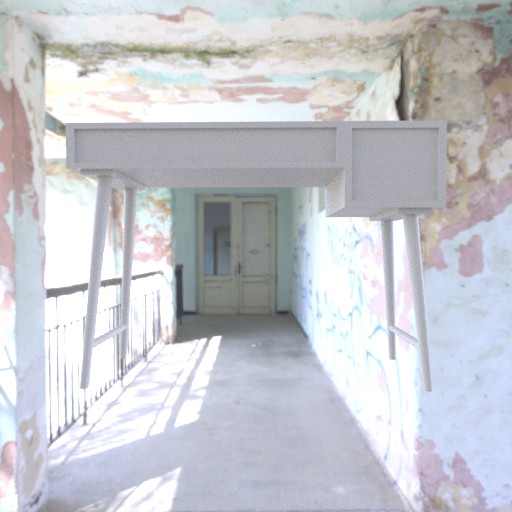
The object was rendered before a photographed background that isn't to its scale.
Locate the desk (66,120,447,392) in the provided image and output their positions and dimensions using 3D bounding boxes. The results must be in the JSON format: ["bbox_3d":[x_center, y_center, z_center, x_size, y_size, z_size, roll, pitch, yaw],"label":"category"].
[{"bbox_3d":[0.000,0.000,1.453,1.069,0.761,0.409,0,1,1],"label":"desk"}]
